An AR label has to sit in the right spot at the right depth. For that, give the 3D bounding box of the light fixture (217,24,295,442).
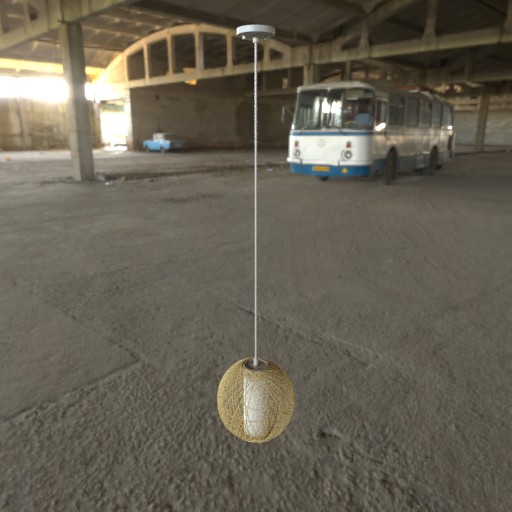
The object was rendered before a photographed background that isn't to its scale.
[{"bbox_3d":[0.000,0.000,2.104,0.407,1.955,0.406,-15,22,-43],"label":"light fixture"}]
